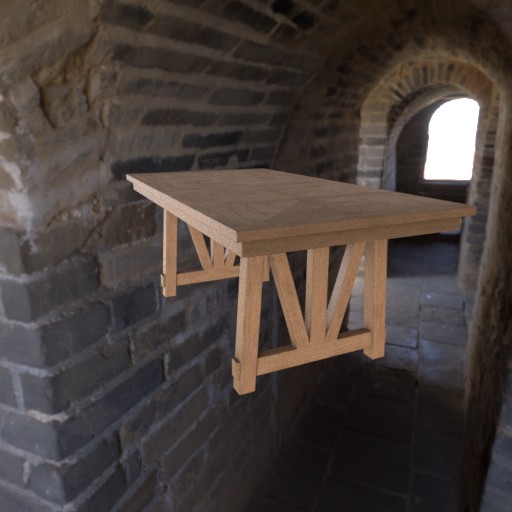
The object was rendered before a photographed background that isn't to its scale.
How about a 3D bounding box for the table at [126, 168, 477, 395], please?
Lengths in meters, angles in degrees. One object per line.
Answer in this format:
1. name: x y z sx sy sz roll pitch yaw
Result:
1. table: 0.000 0.000 2.440 1.016 0.768 1.881 -7 18 -24
